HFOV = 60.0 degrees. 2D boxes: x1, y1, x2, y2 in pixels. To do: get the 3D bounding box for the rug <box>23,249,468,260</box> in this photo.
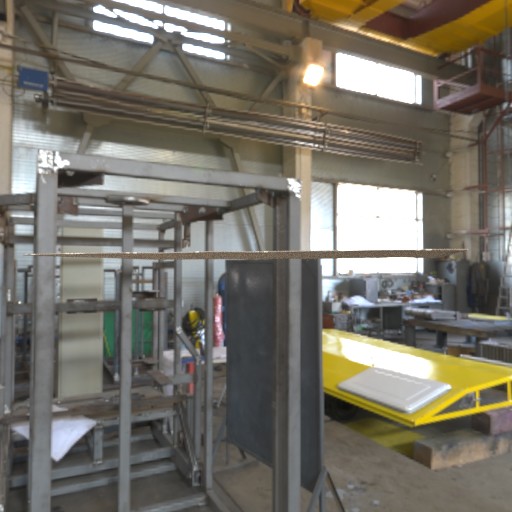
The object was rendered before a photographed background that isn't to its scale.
[{"bbox_3d":[0.000,0.000,2.165,1.748,0.010,1.142,0,-2,18],"label":"rug"}]
